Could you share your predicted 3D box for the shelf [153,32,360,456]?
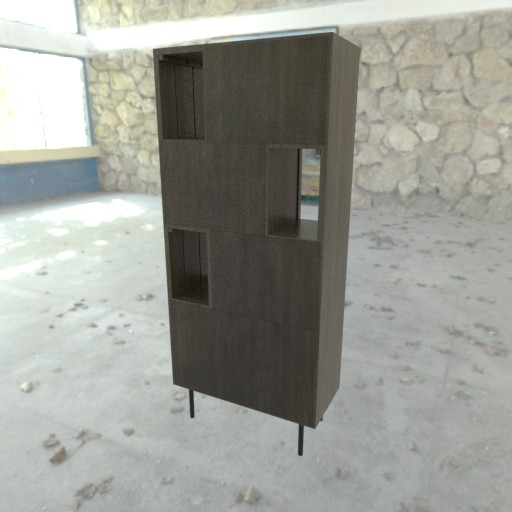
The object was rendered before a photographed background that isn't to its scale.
[{"bbox_3d":[0.000,0.000,1.800,0.670,1.545,0.323,8,18,26],"label":"shelf"}]
